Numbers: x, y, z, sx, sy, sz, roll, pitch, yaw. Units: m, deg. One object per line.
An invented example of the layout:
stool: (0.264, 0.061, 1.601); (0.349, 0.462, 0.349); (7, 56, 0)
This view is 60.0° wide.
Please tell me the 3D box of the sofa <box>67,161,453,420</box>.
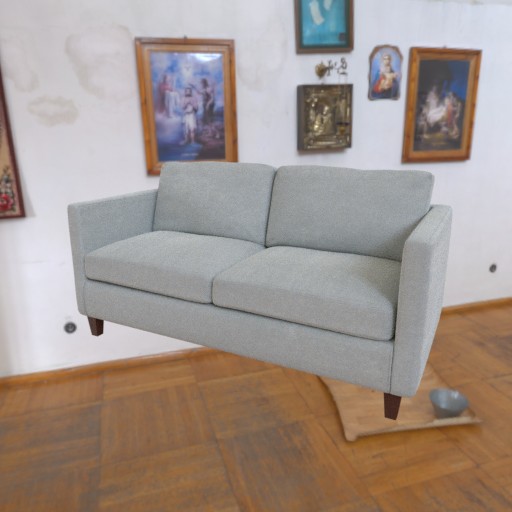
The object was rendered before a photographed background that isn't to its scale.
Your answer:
sofa: (0.000, 0.000, 2.430); (1.884, 0.963, 0.950); (8, 18, 26)
